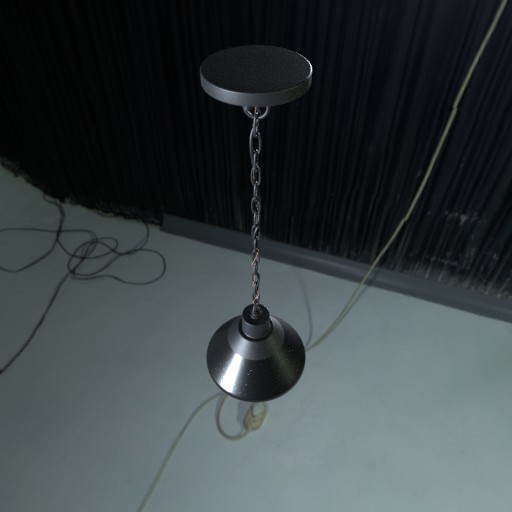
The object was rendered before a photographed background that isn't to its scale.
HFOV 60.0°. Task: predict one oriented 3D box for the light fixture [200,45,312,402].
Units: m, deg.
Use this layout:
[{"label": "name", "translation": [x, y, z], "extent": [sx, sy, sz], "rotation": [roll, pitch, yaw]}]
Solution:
[{"label": "light fixture", "translation": [0.000, 0.000, 0.688], "extent": [0.201, 0.588, 0.201], "rotation": [11, 47, 10]}]
